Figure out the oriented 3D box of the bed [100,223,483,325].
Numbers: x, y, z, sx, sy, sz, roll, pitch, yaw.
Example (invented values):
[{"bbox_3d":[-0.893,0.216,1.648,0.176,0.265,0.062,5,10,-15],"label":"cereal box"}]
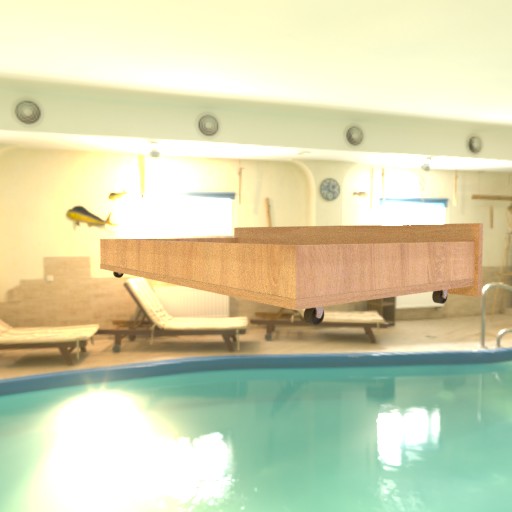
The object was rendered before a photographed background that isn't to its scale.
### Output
[{"bbox_3d":[0.000,0.000,1.503,0.685,0.209,1.200,-2,4,-36],"label":"bed"}]
